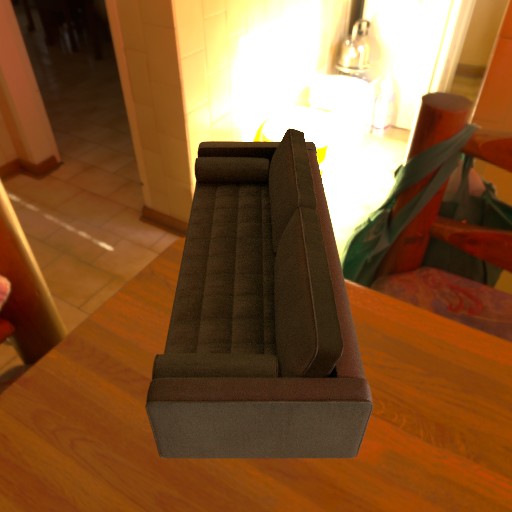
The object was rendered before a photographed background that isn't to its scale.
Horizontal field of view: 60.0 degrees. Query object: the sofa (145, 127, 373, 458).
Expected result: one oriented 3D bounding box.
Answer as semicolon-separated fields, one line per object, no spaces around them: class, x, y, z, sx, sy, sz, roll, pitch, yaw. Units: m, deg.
sofa;0.000;0.000;2.655;0.918;0.769;2.199;0;41;0
